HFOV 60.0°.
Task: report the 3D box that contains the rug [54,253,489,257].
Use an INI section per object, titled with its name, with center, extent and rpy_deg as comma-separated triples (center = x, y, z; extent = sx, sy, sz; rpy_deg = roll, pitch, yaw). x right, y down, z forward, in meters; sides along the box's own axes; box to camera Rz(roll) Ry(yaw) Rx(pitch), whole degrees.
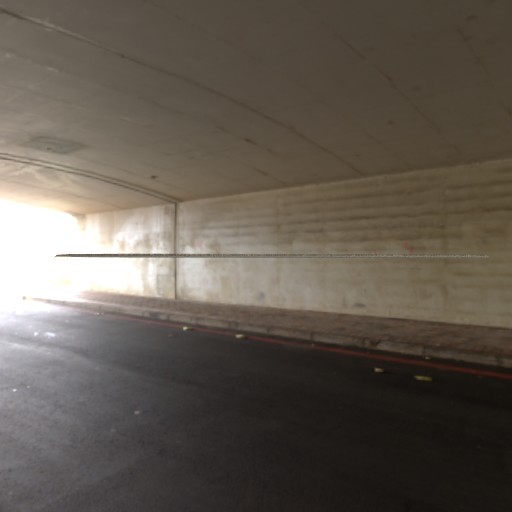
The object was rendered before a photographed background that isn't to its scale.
[rug]
center = 0.000, 0.000, 3.740
extent = 2.901, 0.026, 2.043
rpy_deg = 0, 0, -18
